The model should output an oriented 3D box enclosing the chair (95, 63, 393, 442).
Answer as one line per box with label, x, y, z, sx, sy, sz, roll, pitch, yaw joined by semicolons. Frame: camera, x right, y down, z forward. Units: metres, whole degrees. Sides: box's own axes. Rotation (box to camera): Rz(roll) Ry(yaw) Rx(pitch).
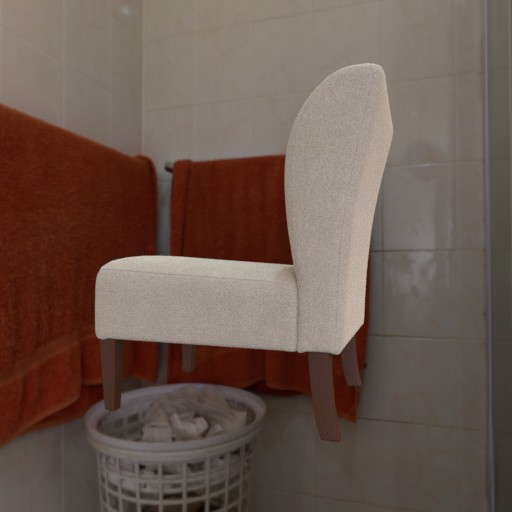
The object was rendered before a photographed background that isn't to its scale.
chair;0.000;0.000;1.296;0.754;0.833;0.521;0;-1;19
